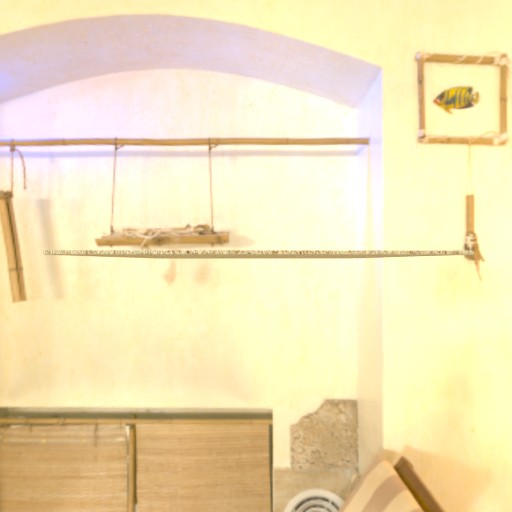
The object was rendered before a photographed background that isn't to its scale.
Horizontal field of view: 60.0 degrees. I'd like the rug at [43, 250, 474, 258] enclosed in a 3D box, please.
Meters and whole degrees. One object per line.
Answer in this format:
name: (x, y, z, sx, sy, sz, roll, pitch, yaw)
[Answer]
rug: (0.000, 0.000, 3.961, 2.400, 0.025, 3.000, 0, -1, -1)
